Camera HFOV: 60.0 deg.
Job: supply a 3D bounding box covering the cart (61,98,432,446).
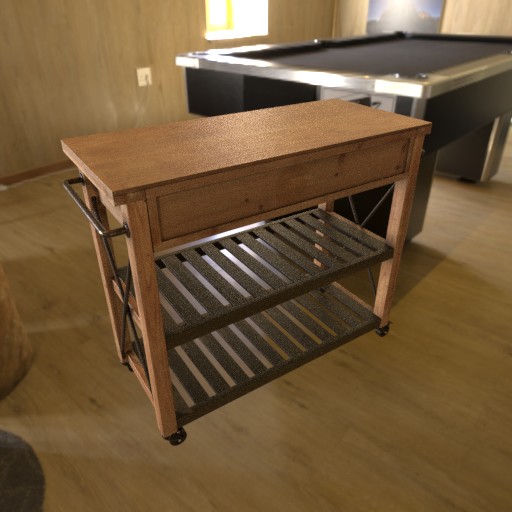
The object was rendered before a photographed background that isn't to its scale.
[{"bbox_3d":[0.000,0.000,0.978,0.686,0.554,0.298,-19,35,-28],"label":"cart"}]
